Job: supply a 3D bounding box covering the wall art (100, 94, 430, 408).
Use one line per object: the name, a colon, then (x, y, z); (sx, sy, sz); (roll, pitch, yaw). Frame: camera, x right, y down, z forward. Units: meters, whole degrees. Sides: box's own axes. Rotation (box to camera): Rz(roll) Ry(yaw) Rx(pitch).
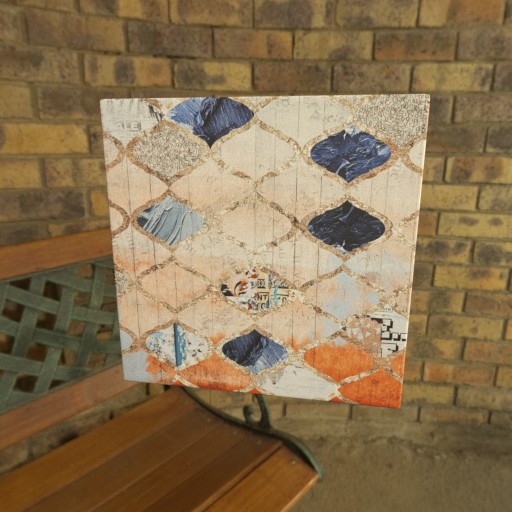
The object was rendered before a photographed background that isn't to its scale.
wall art: (0.000, 0.000, 0.752); (0.507, 0.508, 0.038); (3, 15, 10)
